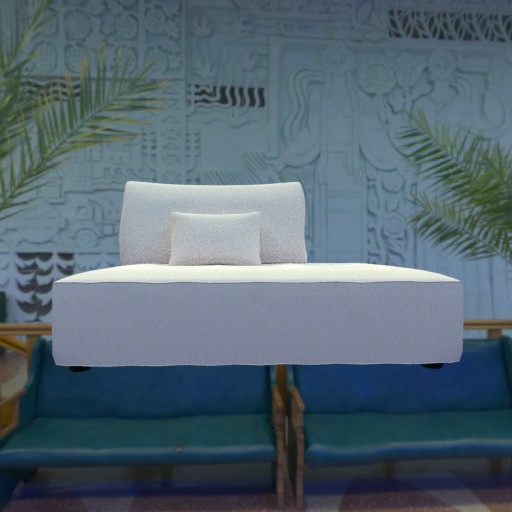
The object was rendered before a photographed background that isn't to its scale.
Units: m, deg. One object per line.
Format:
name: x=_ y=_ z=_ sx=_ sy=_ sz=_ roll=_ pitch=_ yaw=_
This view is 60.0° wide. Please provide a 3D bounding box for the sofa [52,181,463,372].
sofa: x=0.000 y=0.000 z=2.051 sx=1.450 sy=0.820 sz=1.000 roll=0 pitch=1 yaw=-2
